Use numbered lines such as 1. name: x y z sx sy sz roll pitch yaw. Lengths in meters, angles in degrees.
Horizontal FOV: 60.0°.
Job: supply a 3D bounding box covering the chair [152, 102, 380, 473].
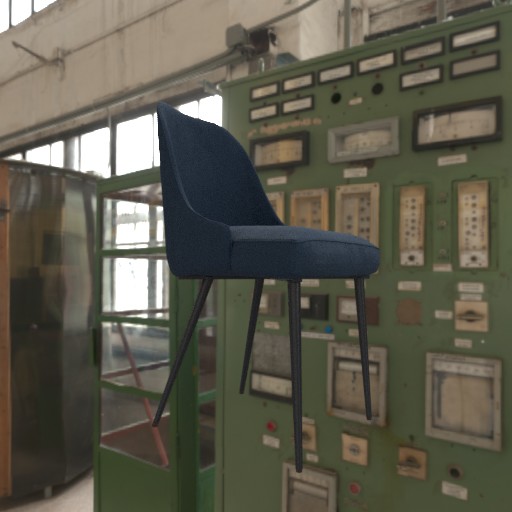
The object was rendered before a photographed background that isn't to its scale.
1. chair: 0.000 0.000 1.208 0.559 0.896 0.478 -1 -2 35
